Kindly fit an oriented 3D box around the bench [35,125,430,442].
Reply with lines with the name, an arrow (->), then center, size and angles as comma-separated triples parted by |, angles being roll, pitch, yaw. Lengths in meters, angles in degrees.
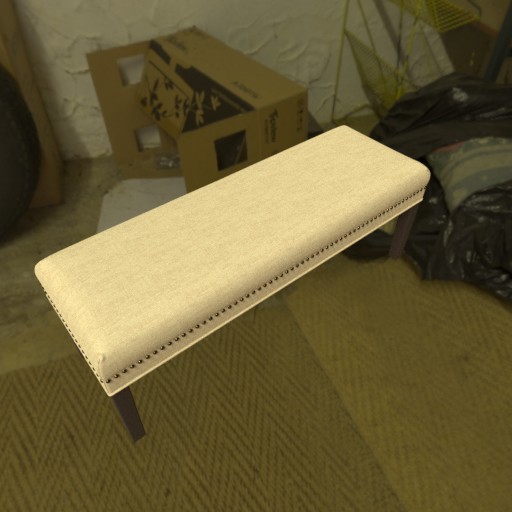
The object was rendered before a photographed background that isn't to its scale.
bench -> 0.000, 0.000, 1.473 | 1.219, 0.457, 0.410 | -30, 51, -27
